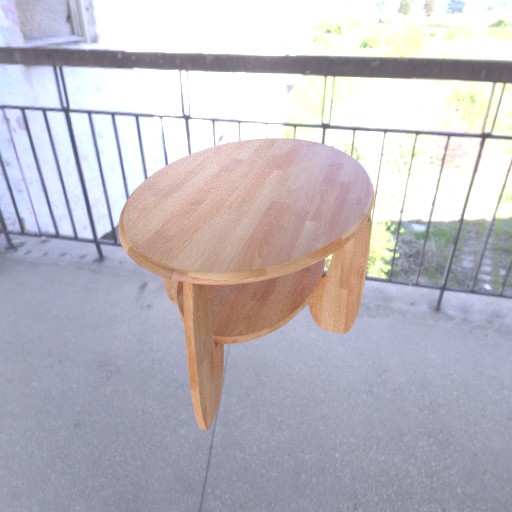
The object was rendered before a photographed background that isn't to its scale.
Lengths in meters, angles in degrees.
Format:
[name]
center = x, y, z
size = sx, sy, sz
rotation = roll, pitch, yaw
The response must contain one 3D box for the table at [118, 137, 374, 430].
[table]
center = 0.000, 0.000, 1.416
size = 0.690, 0.490, 1.040
rotation = 8, 31, 14
